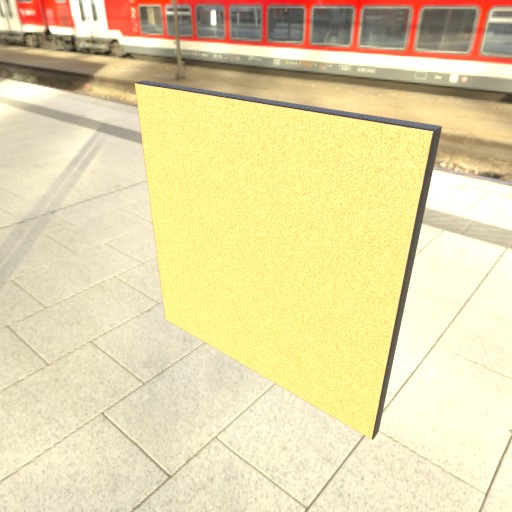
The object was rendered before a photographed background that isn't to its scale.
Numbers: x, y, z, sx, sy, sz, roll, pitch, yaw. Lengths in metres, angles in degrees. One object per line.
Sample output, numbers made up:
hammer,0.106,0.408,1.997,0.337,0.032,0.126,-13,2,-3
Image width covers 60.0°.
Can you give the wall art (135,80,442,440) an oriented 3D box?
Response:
wall art,0.000,0.000,0.668,0.456,0.453,0.022,22,37,33
